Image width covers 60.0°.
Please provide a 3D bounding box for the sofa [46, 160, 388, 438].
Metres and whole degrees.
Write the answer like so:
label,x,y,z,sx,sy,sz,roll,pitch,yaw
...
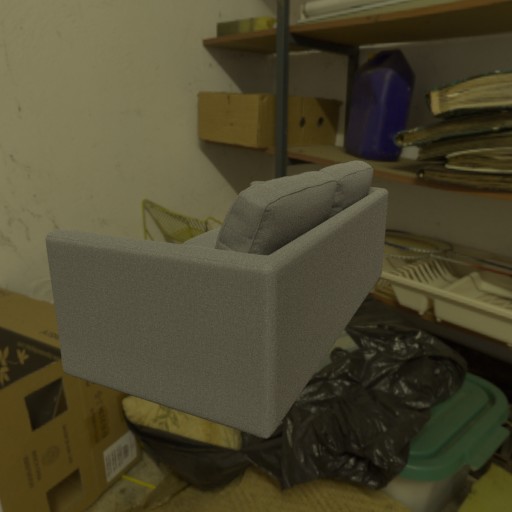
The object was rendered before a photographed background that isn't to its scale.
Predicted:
label,x,y,z,sx,sy,sz,roll,pitch,yaw
sofa,0.000,0.000,2.174,0.940,0.866,1.713,8,17,25
